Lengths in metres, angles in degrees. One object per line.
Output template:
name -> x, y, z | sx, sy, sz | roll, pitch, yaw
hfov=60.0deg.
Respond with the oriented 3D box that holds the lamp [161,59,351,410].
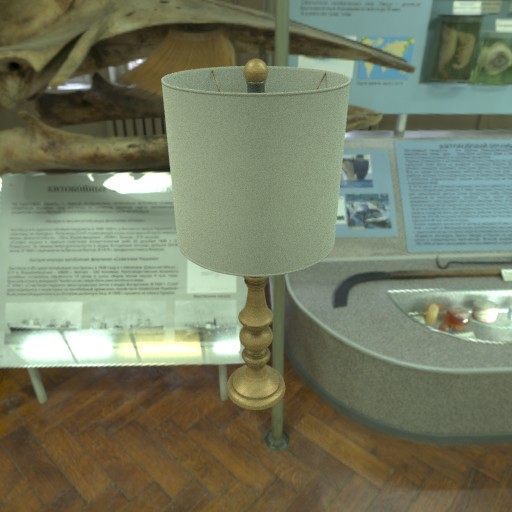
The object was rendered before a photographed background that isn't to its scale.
lamp -> 0.000, 0.000, 0.731 | 0.250, 0.597, 0.250 | -18, 34, -28
